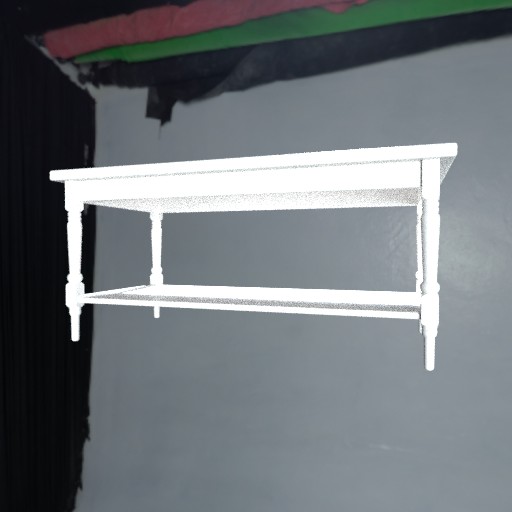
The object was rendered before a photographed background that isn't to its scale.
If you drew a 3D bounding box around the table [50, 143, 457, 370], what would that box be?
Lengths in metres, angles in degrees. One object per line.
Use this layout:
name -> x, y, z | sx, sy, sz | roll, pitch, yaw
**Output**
table -> 0.000, 0.000, 1.403 | 1.107, 0.510, 0.550 | 0, 1, 19
